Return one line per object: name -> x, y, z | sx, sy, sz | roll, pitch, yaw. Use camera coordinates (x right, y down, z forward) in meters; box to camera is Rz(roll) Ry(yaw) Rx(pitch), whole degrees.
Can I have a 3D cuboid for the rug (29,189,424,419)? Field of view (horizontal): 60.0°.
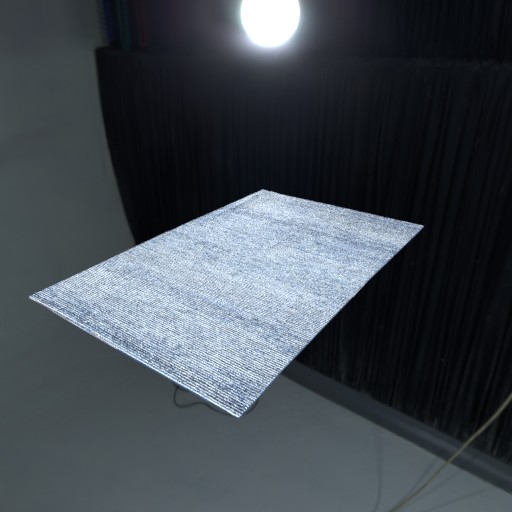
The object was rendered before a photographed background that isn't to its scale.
rug -> 0.000, 0.000, 2.272 | 1.159, 0.025, 1.793 | 18, 32, 31
